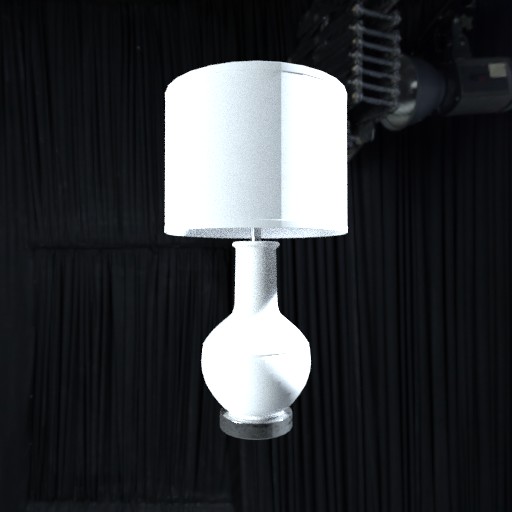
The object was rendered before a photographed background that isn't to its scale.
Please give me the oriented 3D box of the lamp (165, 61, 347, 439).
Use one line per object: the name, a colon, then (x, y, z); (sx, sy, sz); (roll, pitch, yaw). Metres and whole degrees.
lamp: (0.000, 0.000, 0.884); (0.357, 0.673, 0.357); (0, 0, 0)
